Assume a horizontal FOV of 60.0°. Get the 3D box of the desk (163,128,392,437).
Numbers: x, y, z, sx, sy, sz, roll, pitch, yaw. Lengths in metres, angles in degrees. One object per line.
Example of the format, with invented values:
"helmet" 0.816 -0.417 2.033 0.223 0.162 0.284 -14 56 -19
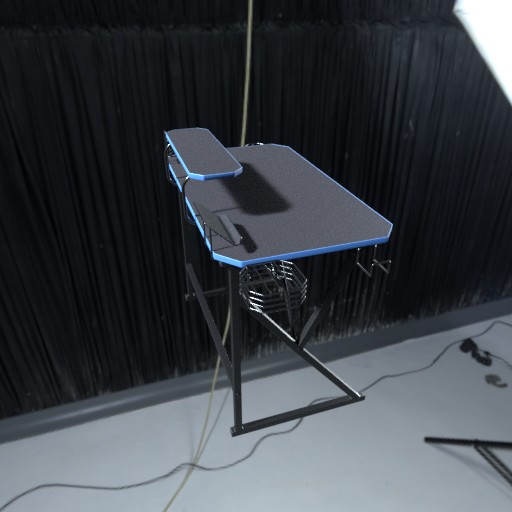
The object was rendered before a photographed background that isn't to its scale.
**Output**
"desk" 0.000 0.000 1.763 0.594 0.909 1.295 -10 32 -16
